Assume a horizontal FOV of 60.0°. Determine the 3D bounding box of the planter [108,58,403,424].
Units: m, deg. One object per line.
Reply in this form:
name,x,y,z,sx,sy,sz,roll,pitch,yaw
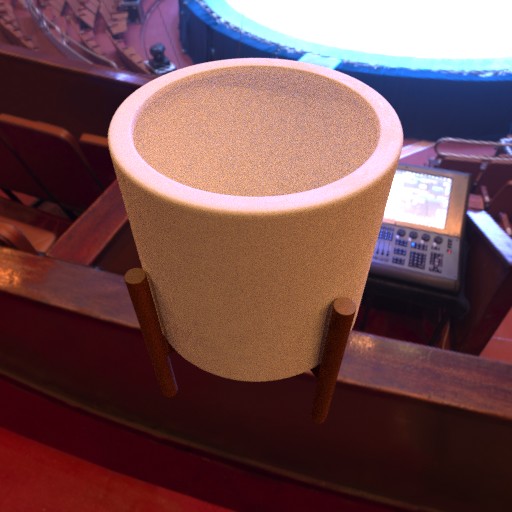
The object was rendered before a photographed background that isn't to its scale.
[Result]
planter,0.000,0.000,0.851,0.421,0.581,0.420,9,47,9
